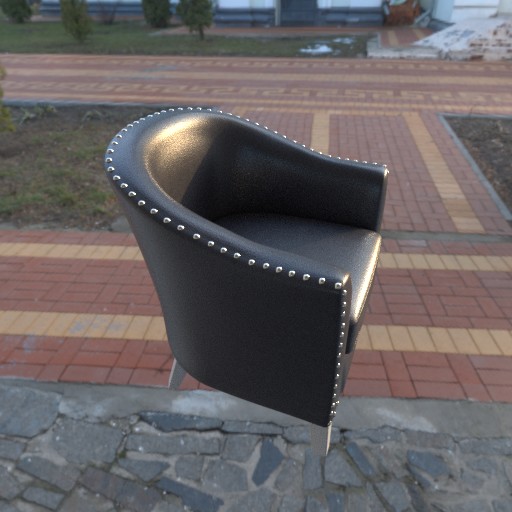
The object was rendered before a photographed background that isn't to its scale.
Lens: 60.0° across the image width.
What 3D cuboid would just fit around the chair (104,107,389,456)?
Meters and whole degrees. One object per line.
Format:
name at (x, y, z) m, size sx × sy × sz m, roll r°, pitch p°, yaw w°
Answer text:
chair at (0.000, 0.000, 1.432) m, size 0.748 × 0.823 × 0.794 m, roll 11°, pitch 33°, yaw 18°
